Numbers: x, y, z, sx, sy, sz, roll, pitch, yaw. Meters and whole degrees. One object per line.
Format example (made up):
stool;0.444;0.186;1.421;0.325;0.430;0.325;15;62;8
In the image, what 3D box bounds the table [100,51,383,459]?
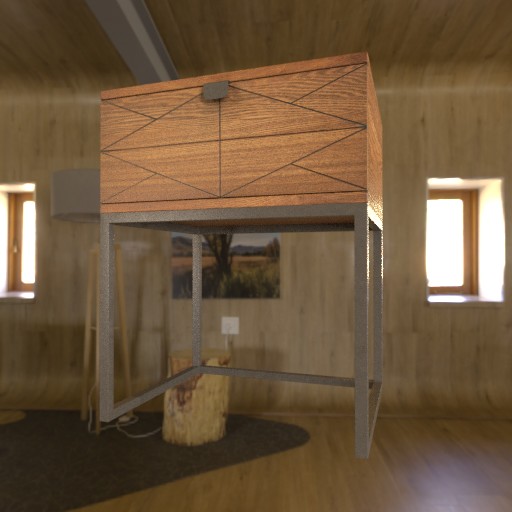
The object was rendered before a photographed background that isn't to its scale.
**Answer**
table;0.000;0.000;0.916;0.482;0.610;0.400;0;0;19
